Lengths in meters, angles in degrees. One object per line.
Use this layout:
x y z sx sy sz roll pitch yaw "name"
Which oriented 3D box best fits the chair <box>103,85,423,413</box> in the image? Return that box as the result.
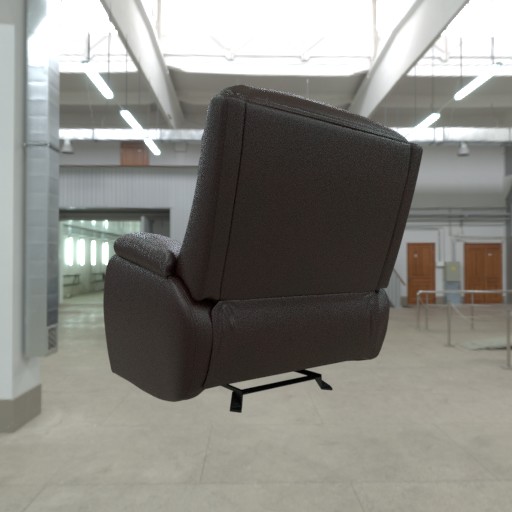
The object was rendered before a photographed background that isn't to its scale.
0.000 0.000 1.710 0.930 1.011 0.899 1 -1 -36 "chair"
